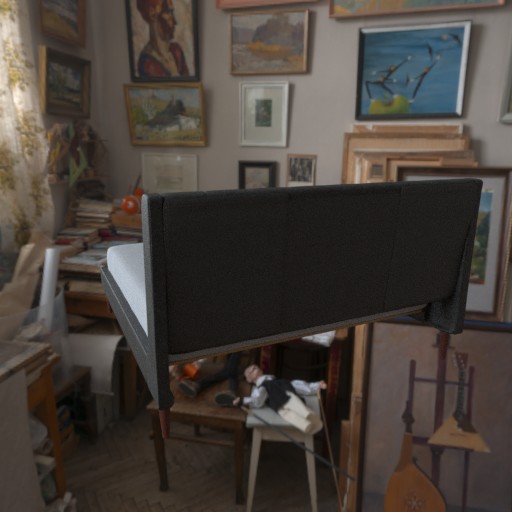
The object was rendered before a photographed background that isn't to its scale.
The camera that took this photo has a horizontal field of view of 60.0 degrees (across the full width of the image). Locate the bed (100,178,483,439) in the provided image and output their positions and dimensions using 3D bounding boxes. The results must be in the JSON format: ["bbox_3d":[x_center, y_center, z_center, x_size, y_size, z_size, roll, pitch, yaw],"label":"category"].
[{"bbox_3d":[0.000,0.000,3.125,1.903,1.158,2.031,-7,16,-25],"label":"bed"}]
